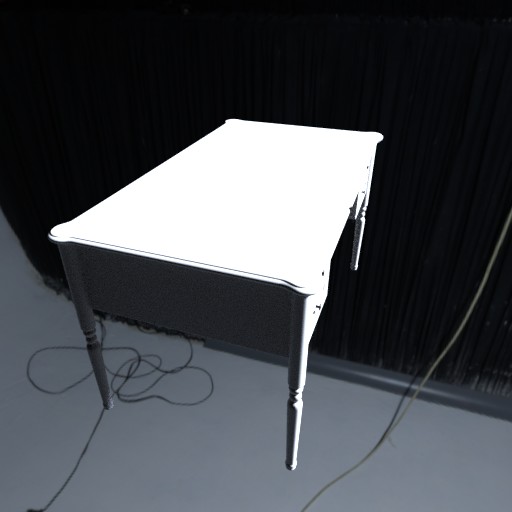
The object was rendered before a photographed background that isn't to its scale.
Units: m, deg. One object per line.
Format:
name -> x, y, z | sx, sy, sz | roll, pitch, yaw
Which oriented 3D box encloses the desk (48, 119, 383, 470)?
desk -> 0.000, 0.000, 1.884 | 0.807, 0.762, 1.380 | 11, 33, 17
